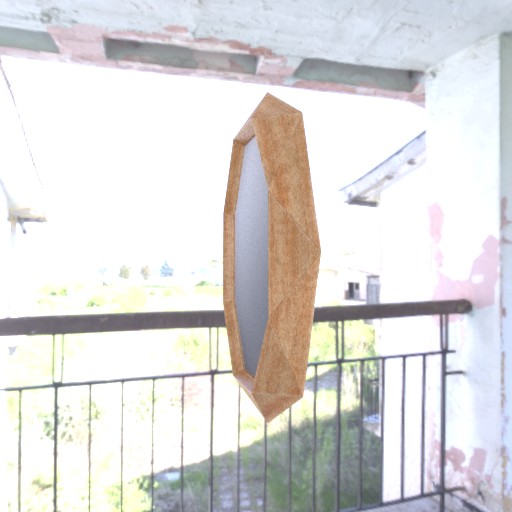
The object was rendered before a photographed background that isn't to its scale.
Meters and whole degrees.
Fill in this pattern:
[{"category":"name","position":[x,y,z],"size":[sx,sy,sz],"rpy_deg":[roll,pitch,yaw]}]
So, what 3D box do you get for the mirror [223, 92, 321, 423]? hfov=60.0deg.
[{"category":"mirror","position":[0.000,0.000,1.027],"size":[0.070,0.774,0.577],"rpy_deg":[0,-1,-17]}]
